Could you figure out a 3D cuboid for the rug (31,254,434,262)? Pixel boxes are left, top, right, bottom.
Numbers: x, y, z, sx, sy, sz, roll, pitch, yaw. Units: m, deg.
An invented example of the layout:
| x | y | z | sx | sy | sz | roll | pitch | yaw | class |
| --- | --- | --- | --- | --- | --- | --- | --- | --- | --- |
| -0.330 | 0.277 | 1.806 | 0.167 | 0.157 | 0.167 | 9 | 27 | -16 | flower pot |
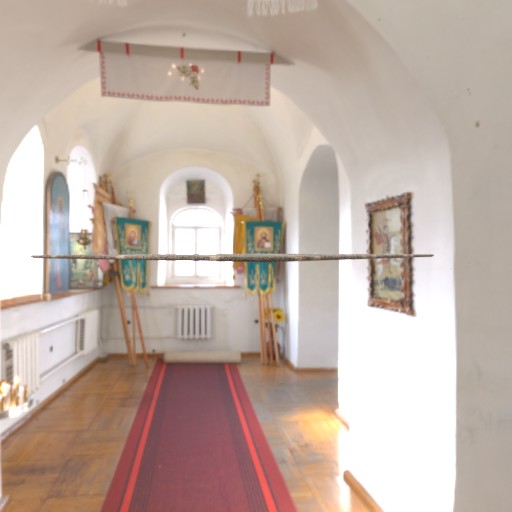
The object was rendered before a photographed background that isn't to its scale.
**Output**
| x | y | z | sx | sy | sz | roll | pitch | yaw | class |
| --- | --- | --- | --- | --- | --- | --- | --- | --- | --- |
| 0.000 | 0.000 | 4.111 | 2.399 | 0.026 | 3.000 | 0 | 1 | 37 | rug |
